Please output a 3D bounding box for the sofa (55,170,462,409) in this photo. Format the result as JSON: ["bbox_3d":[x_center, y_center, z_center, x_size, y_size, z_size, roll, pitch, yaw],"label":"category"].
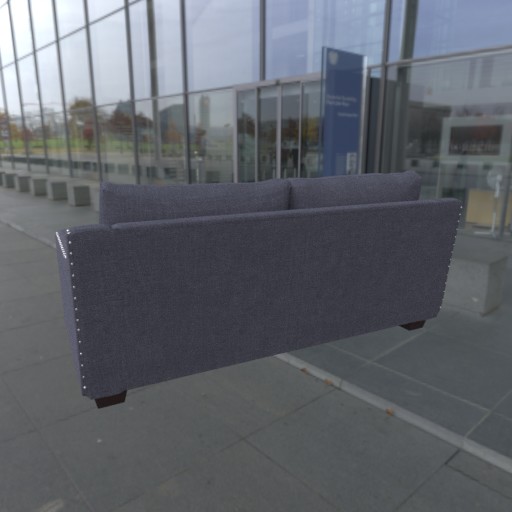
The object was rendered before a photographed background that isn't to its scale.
[{"bbox_3d":[0.000,0.000,3.181,2.550,1.196,1.336,-7,16,-26],"label":"sofa"}]
